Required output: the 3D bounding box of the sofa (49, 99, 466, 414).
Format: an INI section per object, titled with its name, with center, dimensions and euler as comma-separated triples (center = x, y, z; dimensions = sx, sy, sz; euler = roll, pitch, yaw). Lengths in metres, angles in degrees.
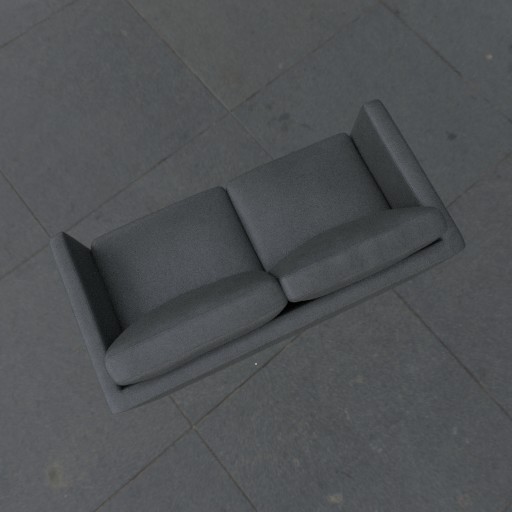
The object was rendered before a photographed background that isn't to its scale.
[sofa]
center = 0.000, 0.000, 2.454
dimensions = 1.883, 0.933, 0.951
euler = -24, 78, -6
